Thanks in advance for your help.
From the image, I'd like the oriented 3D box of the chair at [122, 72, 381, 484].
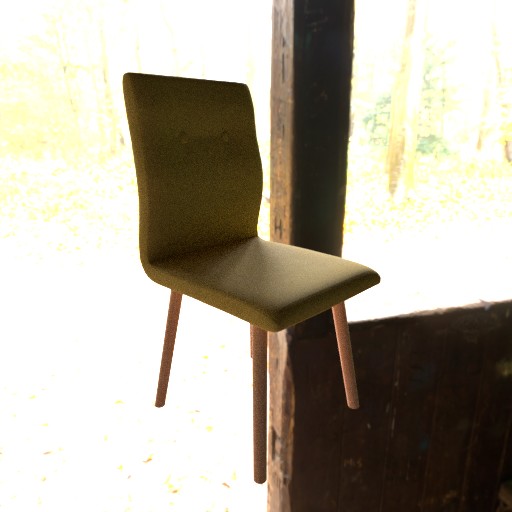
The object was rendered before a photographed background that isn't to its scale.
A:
[{"bbox_3d":[0.000,0.000,1.241,0.550,0.965,0.450,15,22,42],"label":"chair"}]
